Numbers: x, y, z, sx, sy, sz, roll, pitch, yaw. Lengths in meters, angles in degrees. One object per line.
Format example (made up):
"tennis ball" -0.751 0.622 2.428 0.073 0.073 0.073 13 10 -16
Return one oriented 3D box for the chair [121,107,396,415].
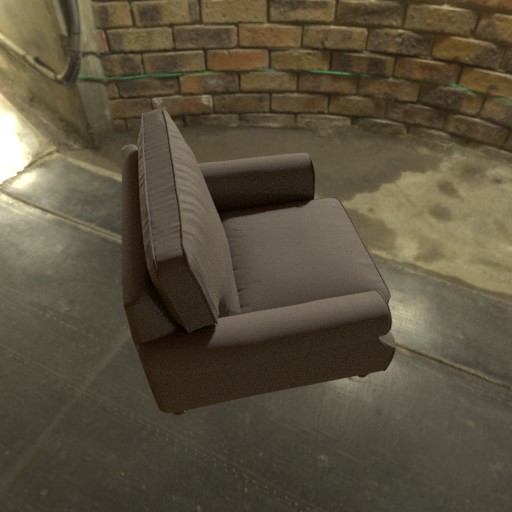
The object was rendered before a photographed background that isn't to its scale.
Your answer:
"chair" 0.000 0.000 1.811 0.966 0.967 1.029 -9 47 -8
